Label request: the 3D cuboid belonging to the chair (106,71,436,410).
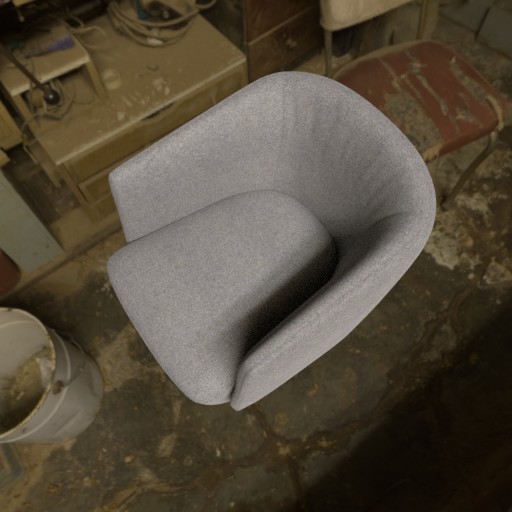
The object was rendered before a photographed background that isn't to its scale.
[{"bbox_3d":[0.000,0.000,1.632,0.986,0.861,0.822,-33,69,-15],"label":"chair"}]
